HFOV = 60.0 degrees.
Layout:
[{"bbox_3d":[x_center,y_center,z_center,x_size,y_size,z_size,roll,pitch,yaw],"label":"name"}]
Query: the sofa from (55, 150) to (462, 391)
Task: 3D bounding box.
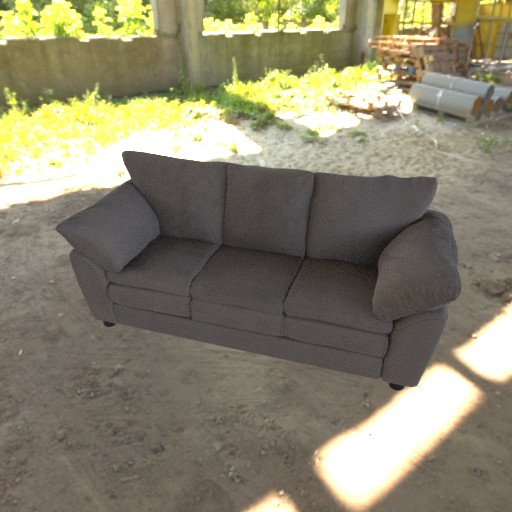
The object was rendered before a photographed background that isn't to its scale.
[{"bbox_3d":[0.000,0.000,2.853,2.336,1.073,0.878,9,29,16],"label":"sofa"}]
